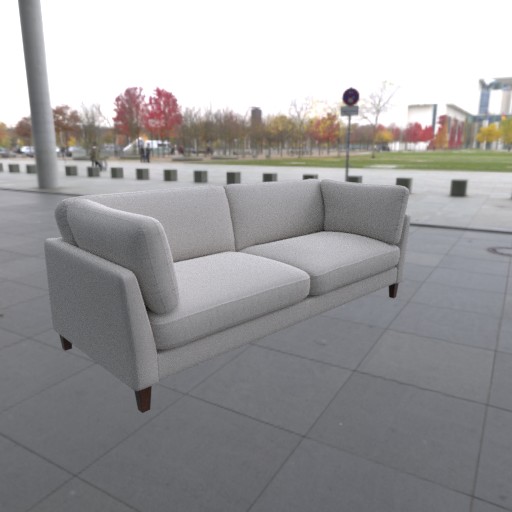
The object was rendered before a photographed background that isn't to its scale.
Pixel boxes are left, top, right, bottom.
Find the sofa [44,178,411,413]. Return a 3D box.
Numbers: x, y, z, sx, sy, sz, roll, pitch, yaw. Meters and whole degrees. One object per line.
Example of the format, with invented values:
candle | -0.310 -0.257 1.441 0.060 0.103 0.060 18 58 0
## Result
sofa | 0.000 0.000 2.819 2.301 0.863 0.957 -13 19 -43
